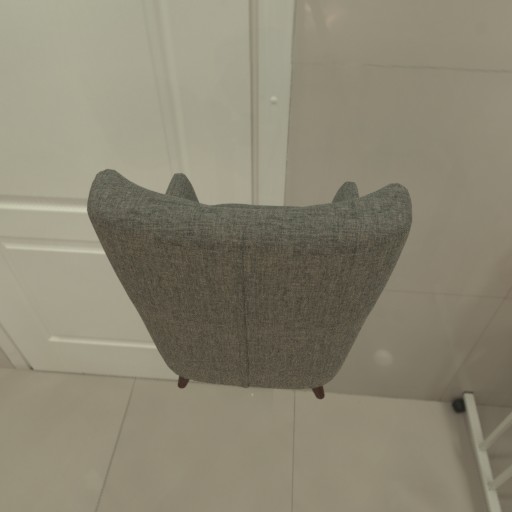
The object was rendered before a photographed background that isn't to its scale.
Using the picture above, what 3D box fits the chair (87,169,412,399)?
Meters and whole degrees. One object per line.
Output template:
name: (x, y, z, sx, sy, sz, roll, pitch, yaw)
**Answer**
chair: (0.000, 0.000, 1.730, 0.878, 1.063, 0.904, 3, 46, 3)
